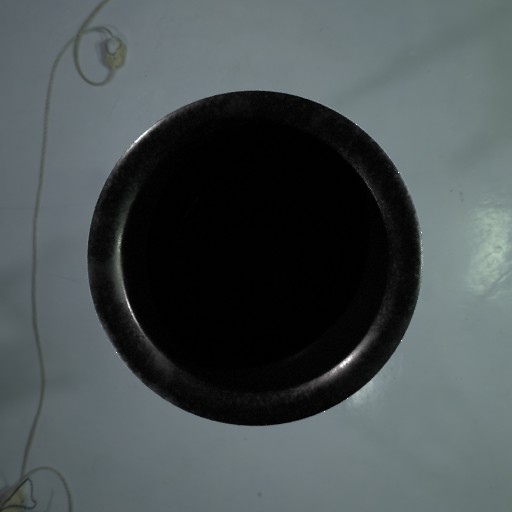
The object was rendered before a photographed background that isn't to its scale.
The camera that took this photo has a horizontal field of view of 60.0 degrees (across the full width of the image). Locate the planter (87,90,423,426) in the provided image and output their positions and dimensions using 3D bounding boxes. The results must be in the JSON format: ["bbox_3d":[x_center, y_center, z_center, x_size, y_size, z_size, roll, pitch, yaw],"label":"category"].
[{"bbox_3d":[0.000,0.000,0.282,0.160,0.156,0.160,0,91,1],"label":"planter"}]
